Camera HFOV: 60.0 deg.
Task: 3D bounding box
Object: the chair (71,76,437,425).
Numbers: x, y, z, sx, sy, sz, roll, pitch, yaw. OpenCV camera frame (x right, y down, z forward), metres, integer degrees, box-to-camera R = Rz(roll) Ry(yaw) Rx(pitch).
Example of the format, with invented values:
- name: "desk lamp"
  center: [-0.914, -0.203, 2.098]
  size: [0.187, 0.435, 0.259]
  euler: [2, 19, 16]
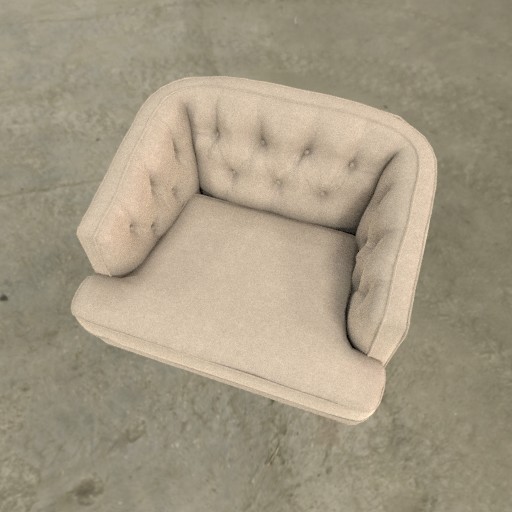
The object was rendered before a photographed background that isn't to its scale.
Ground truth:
- name: "chair"
  center: [0.000, 0.000, 1.694]
  size: [1.104, 0.852, 0.941]
  euler: [16, 59, 10]
